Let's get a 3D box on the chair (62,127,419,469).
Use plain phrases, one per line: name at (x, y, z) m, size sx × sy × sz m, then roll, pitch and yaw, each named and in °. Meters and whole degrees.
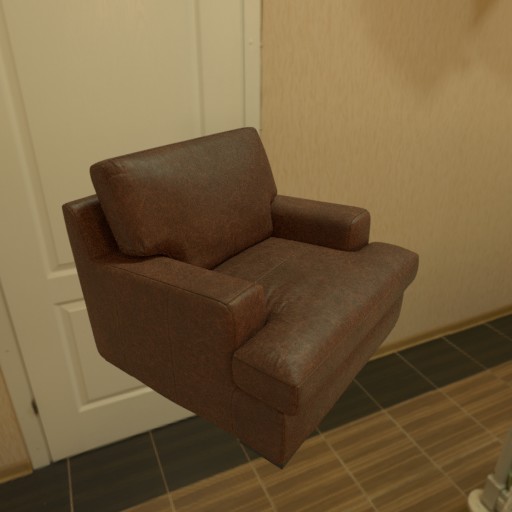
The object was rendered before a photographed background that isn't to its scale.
chair at (0.000, 0.000, 1.986) m, size 1.143 × 0.939 × 1.168 m, roll 18°, pitch 31°, yaw 32°
